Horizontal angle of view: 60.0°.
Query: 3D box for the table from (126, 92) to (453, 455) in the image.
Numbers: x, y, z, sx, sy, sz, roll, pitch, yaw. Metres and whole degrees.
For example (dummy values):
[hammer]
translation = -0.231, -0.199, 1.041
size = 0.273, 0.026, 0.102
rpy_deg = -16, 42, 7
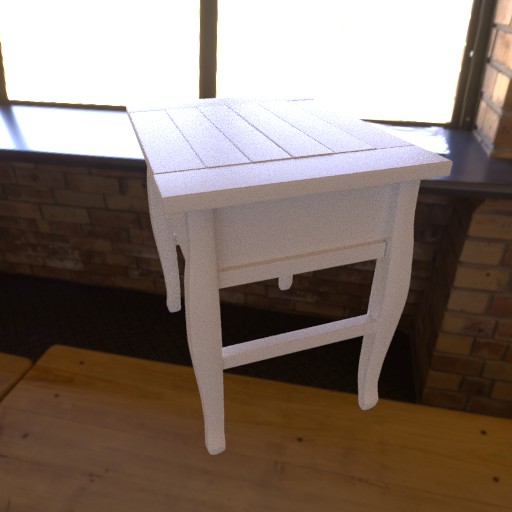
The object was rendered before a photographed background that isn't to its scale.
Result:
[table]
translation = 0.000, 0.000, 1.041
size = 0.463, 0.605, 0.599
rpy_deg = -10, 32, -16
